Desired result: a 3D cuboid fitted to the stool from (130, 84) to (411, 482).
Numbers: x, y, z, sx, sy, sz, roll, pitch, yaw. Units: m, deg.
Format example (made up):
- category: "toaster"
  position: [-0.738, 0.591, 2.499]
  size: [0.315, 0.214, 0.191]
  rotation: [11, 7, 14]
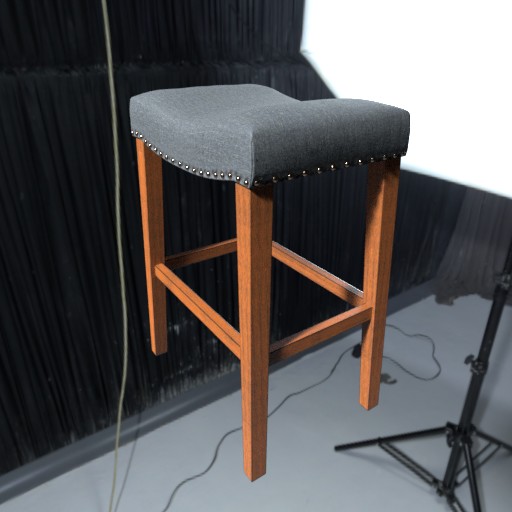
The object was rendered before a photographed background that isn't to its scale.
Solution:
- category: "stool"
  position: [0.000, 0.000, 0.877]
  size: [0.320, 0.612, 0.439]
  rotation: [-17, 31, -31]
